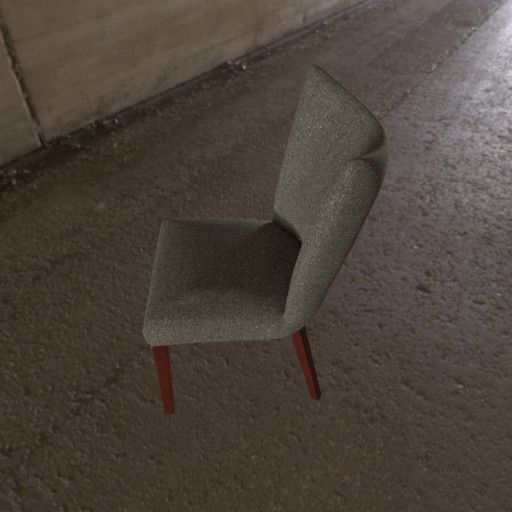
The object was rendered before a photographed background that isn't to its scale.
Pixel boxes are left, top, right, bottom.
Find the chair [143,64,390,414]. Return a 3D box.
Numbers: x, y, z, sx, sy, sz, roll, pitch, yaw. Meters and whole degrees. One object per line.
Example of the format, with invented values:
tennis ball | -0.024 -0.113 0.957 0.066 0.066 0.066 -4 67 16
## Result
chair | 0.000 0.000 1.312 0.623 0.924 0.535 -2 42 -2
